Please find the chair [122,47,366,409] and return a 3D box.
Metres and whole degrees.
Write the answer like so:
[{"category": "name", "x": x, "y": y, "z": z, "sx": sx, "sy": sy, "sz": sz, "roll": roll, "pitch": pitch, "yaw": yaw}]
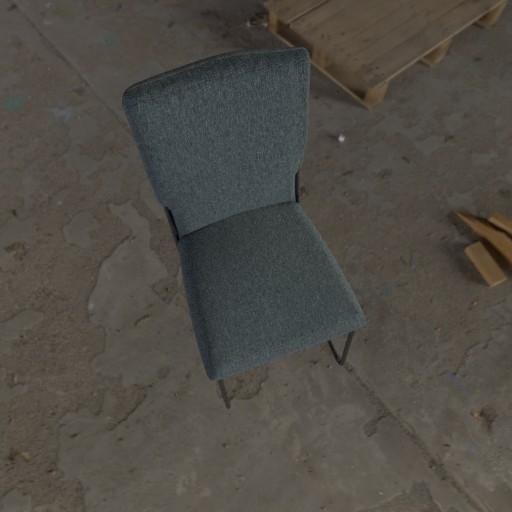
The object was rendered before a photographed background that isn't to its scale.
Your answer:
[{"category": "chair", "x": 0.000, "y": 0.000, "z": 1.301, "sx": 0.480, "sy": 0.931, "sz": 0.635, "roll": -18, "pitch": 65, "yaw": -9}]
